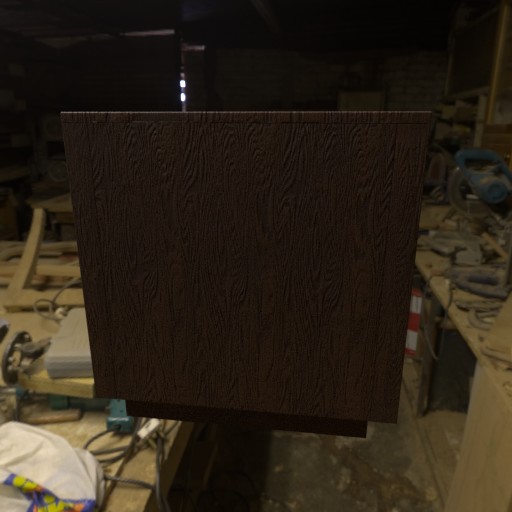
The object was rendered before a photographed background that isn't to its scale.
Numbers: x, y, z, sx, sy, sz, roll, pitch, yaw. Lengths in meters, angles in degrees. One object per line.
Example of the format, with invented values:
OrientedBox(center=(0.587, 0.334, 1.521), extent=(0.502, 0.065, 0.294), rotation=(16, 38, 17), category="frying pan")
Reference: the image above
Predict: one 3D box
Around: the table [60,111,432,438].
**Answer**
OrientedBox(center=(0.000, 0.000, 0.953), extent=(0.560, 0.585, 0.439), rotation=(2, 18, 8), category="table")
